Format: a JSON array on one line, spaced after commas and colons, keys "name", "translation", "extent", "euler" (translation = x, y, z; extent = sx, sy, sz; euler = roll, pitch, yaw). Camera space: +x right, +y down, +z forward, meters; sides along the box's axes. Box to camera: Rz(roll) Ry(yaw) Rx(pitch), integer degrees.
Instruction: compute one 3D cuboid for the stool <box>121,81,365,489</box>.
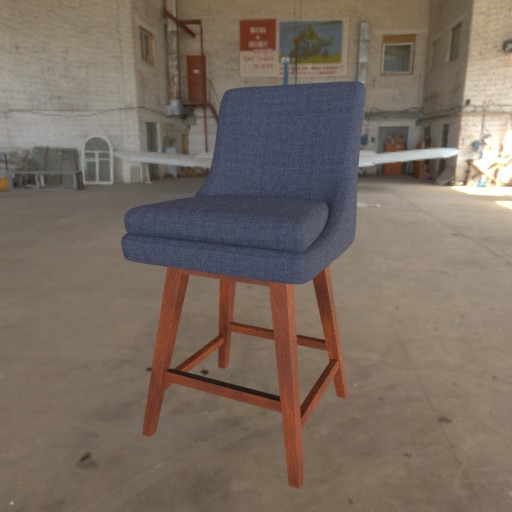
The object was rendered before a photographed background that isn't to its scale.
[{"name": "stool", "translation": [0.000, 0.000, 1.163], "extent": [0.467, 0.895, 0.524], "euler": [7, 16, 25]}]
